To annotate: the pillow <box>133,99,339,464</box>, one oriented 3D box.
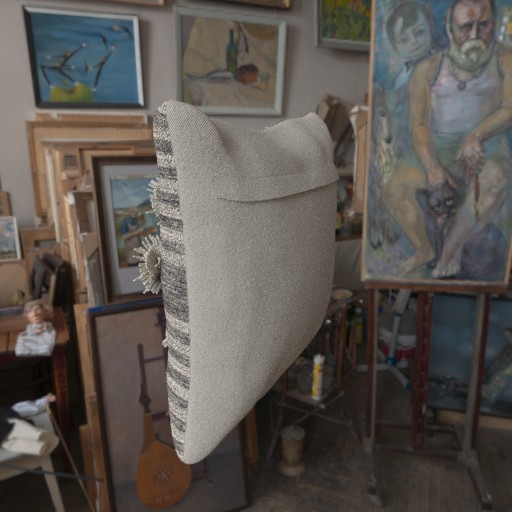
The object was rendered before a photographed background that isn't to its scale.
[{"bbox_3d":[0.000,0.000,0.768,0.234,0.490,0.484,8,17,26],"label":"pillow"}]
